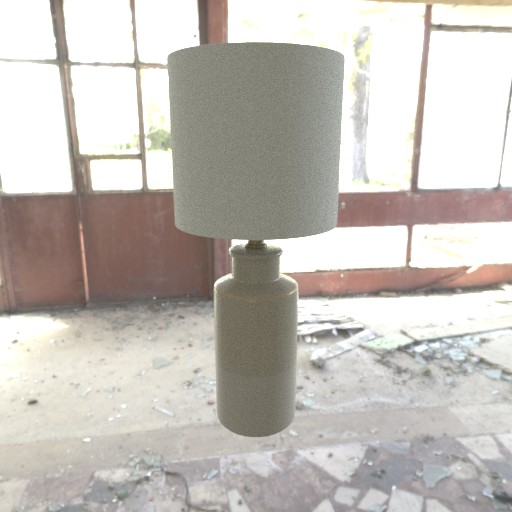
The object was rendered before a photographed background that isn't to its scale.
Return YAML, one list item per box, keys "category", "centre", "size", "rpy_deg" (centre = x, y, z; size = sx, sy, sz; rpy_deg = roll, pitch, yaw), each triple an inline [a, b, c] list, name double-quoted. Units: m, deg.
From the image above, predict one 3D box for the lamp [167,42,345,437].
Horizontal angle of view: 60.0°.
- category: "lamp"
  centre: [0.000, 0.000, 0.601]
  size: [0.212, 0.493, 0.212]
  rpy_deg: [8, 17, 27]
